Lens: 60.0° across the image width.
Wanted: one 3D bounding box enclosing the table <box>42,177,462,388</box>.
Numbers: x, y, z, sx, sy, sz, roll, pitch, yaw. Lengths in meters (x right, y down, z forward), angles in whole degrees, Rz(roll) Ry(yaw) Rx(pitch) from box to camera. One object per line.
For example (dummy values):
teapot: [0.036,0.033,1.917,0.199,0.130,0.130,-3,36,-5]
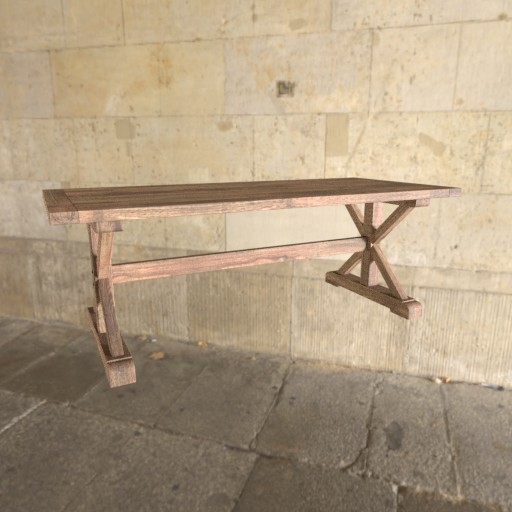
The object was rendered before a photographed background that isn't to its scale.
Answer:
table: [0.000,0.000,2.434,2.031,0.733,0.907,-7,16,-26]
